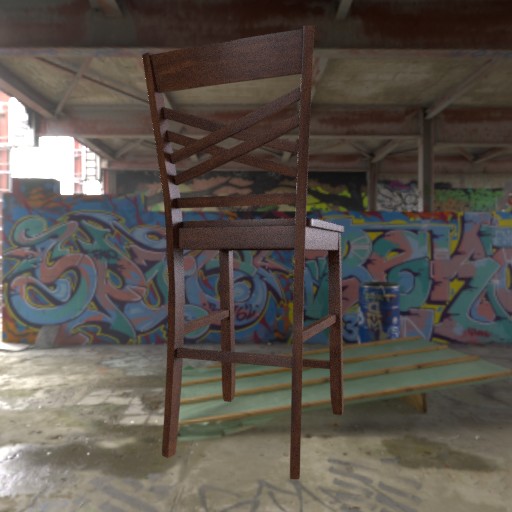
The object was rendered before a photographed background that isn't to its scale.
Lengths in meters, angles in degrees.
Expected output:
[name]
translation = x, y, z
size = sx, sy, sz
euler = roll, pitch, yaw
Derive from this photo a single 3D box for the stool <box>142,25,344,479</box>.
[stool]
translation = 0.000, 0.000, 1.342
size = 0.462, 1.079, 0.539
euler = 0, 0, 19
